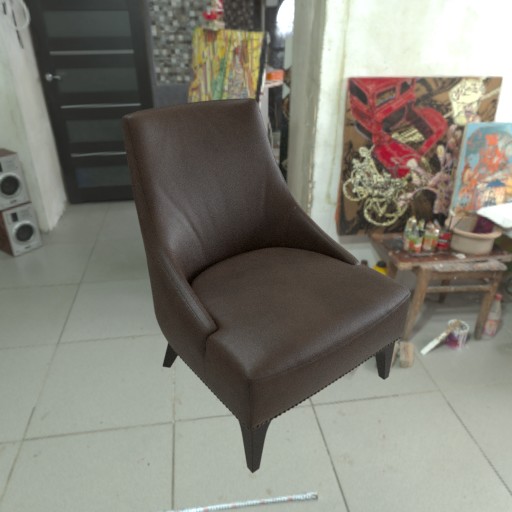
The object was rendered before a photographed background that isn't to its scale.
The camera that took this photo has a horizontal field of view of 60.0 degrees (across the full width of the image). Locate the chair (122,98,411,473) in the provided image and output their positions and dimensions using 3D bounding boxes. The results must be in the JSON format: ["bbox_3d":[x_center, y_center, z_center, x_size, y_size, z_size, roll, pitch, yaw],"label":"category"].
[{"bbox_3d":[0.000,0.000,1.535,0.701,0.909,0.861,-21,35,-33],"label":"chair"}]
